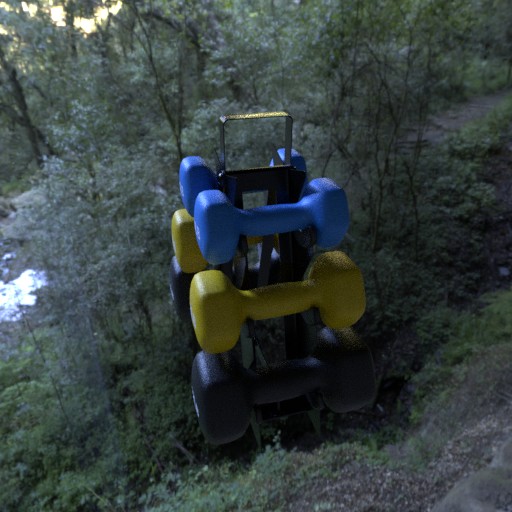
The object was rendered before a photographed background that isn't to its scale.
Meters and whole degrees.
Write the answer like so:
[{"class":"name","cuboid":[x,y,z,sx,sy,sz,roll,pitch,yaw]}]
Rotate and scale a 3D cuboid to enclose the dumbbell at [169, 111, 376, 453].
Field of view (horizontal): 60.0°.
[{"class":"dumbbell","cuboid":[0.000,0.000,0.686,0.255,0.426,0.409,-8,31,-14]}]
